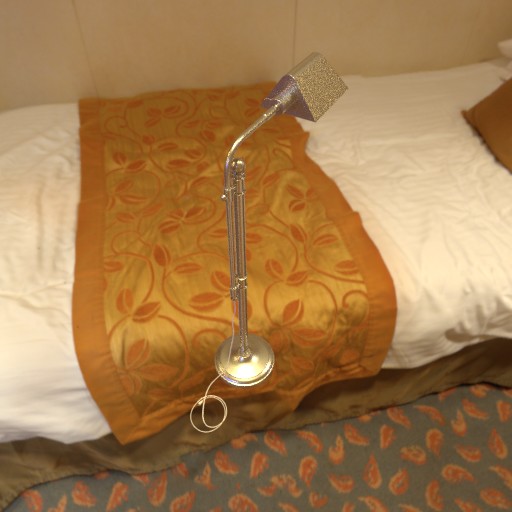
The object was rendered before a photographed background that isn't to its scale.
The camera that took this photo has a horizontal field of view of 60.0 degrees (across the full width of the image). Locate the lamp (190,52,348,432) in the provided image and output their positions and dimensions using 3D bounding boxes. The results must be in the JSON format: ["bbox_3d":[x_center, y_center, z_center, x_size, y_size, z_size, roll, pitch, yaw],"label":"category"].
[{"bbox_3d":[0.000,0.000,0.963,0.159,0.708,0.546,24,51,21],"label":"lamp"}]
